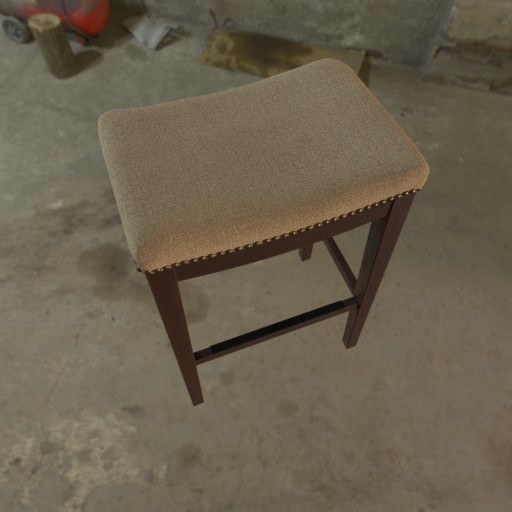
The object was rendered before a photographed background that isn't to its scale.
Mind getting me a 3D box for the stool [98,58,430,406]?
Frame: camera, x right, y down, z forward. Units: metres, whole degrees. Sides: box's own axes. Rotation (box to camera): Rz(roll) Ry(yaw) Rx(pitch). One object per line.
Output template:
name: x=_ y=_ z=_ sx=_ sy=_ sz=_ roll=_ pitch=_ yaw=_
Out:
stool: x=0.000 y=0.000 z=1.060 sx=0.509 sy=0.768 sz=0.363 roll=-18 pitch=59 yaw=-11
